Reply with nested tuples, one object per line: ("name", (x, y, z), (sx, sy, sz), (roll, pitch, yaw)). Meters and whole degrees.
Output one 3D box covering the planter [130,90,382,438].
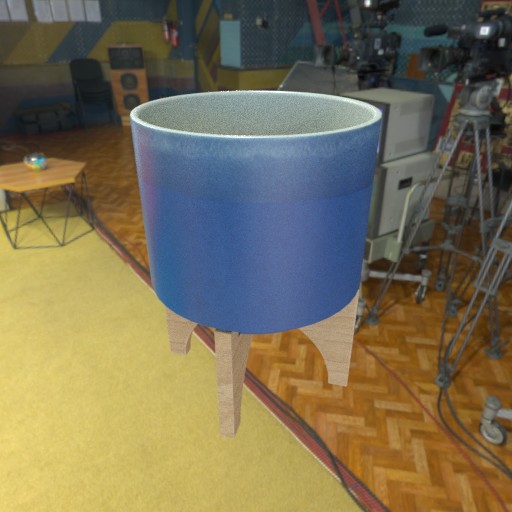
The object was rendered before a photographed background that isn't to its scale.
("planter", (0.000, 0.000, 0.410), (0.192, 0.263, 0.192), (0, 28, 0))
